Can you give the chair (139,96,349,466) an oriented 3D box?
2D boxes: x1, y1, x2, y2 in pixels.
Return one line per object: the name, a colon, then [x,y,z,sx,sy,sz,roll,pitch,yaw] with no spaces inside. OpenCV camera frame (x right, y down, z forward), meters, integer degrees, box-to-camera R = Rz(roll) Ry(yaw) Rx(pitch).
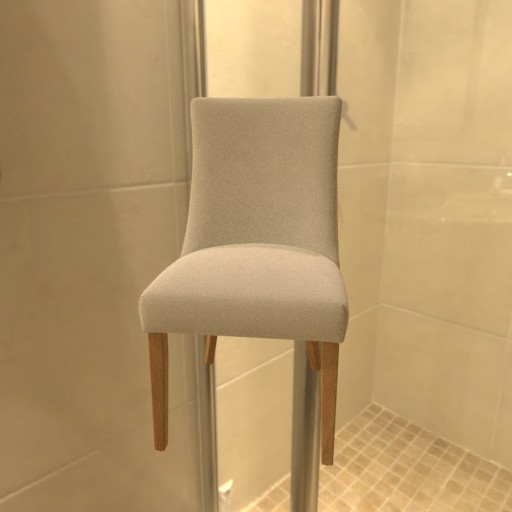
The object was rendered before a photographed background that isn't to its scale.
chair: [0.000,0.000,1.269,0.495,0.902,0.610,2,15,7]
